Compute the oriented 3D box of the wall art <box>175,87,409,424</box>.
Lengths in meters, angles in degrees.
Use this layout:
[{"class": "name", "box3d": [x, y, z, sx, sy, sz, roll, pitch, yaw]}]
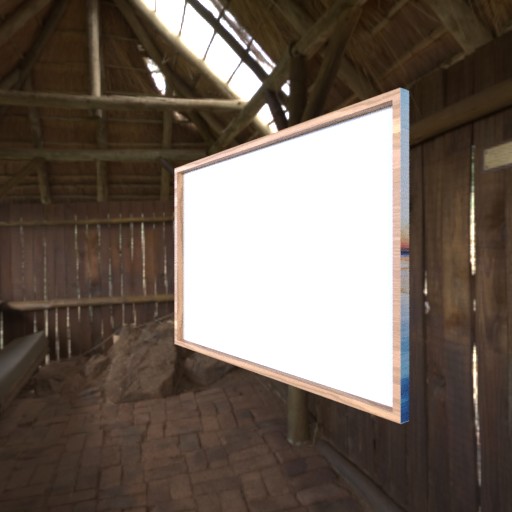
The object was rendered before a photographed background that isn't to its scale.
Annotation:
[{"class": "wall art", "box3d": [0.000, 0.000, 1.462, 0.034, 0.756, 1.137, 0, 0, -36]}]
